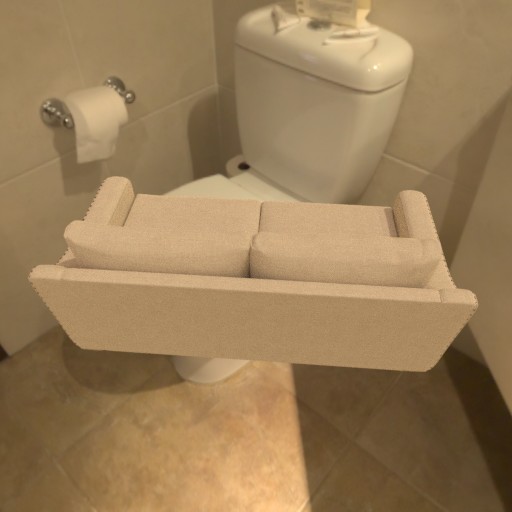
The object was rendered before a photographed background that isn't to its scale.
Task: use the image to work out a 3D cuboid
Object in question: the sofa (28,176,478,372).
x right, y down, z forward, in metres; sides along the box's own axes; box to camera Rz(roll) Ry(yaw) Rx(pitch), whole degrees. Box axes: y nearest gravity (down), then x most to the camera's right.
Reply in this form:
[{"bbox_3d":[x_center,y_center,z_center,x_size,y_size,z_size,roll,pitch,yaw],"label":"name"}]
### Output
[{"bbox_3d":[0.000,0.000,2.668,2.107,0.983,1.104,3,46,3],"label":"sofa"}]
